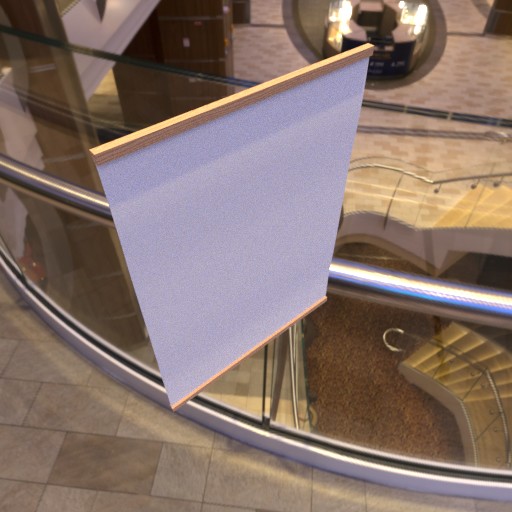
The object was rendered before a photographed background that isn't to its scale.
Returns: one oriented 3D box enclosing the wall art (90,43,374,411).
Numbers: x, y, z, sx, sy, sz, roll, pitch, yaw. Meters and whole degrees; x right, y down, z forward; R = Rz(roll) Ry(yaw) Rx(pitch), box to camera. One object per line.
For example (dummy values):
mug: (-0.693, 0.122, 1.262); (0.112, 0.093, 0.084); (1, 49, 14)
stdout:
wall art: (0.000, 0.000, 1.298); (0.739, 1.016, 0.020); (-31, 54, -26)
